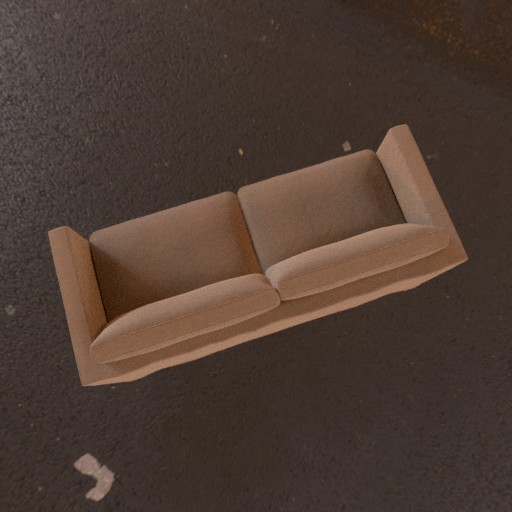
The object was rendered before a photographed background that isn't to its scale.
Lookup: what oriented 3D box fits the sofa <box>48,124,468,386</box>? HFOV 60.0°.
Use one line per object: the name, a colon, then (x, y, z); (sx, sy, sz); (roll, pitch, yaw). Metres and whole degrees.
sofa: (0.000, 0.000, 2.823); (2.296, 0.847, 0.956); (-18, 77, -4)
